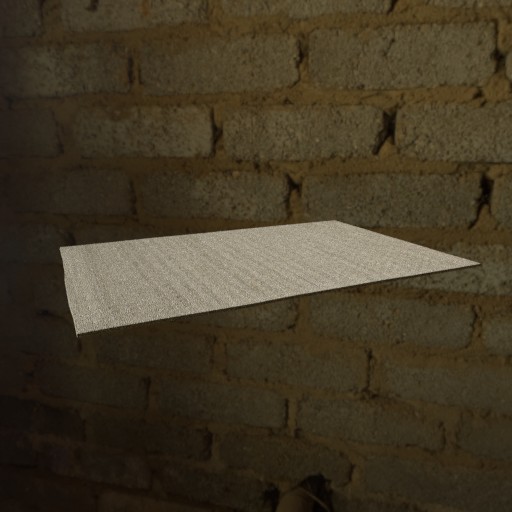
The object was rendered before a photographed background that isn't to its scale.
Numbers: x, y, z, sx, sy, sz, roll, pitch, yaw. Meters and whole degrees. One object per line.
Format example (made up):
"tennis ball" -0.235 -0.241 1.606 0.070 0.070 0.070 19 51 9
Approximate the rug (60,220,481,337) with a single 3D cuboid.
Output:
"rug" 0.000 0.000 2.878 2.297 0.018 1.532 -7 17 -24
